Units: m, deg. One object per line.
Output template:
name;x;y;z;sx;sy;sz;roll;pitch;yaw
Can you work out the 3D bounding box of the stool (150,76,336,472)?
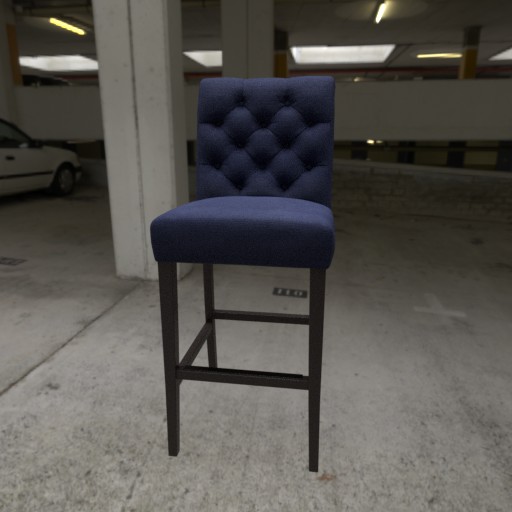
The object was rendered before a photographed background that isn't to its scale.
stool;0.000;0.000;1.442;0.493;1.140;0.601;2;16;8
